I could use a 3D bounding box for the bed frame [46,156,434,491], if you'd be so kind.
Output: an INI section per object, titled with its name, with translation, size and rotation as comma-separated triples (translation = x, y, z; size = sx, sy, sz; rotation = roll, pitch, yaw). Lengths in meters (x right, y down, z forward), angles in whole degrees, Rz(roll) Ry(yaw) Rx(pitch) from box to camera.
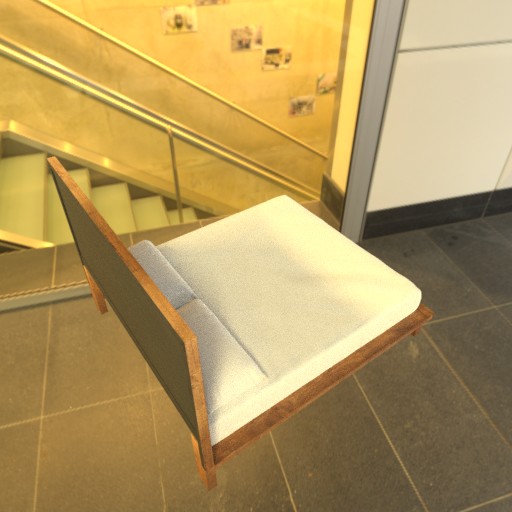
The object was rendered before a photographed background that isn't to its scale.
[bed frame]
translation = 0.000, 0.000, 3.536
size = 2.235, 1.537, 2.038
rotation = -25, 47, -26
